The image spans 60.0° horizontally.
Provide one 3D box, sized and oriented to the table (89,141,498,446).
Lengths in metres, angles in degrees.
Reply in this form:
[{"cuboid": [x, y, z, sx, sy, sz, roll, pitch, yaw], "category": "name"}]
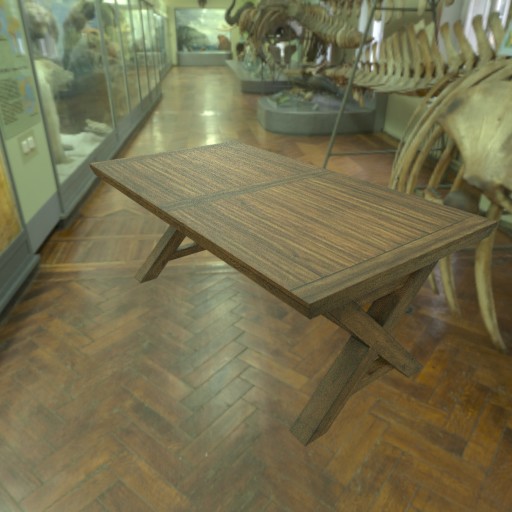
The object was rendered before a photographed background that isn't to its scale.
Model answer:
[{"cuboid": [0.000, 0.000, 2.457, 1.071, 0.793, 1.966, -18, 32, -32], "category": "table"}]
